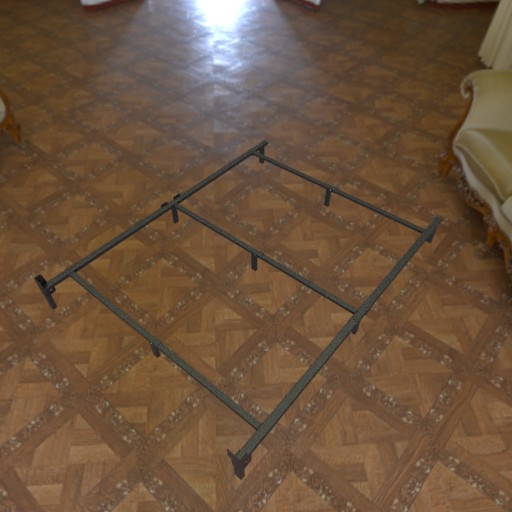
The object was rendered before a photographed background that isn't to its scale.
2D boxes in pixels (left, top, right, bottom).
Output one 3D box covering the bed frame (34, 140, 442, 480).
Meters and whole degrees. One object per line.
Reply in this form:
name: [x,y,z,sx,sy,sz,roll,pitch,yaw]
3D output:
bed frame: [0.000,0.000,2.700,1.498,0.248,1.990,31,53,26]
